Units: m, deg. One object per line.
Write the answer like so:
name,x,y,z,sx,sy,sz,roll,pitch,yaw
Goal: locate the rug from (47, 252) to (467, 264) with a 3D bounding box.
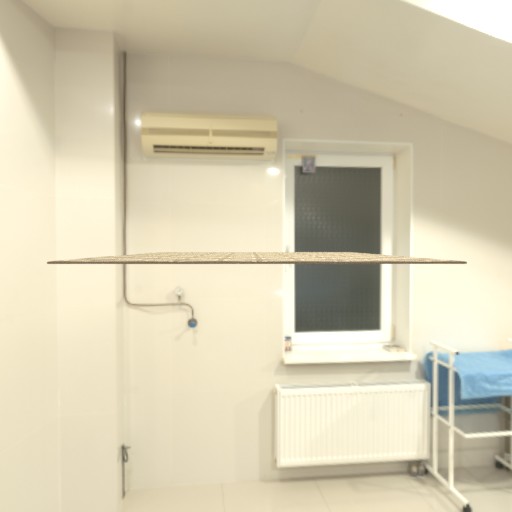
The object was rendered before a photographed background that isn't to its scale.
rug,0.000,0.000,3.849,2.288,0.018,2.895,0,1,0
